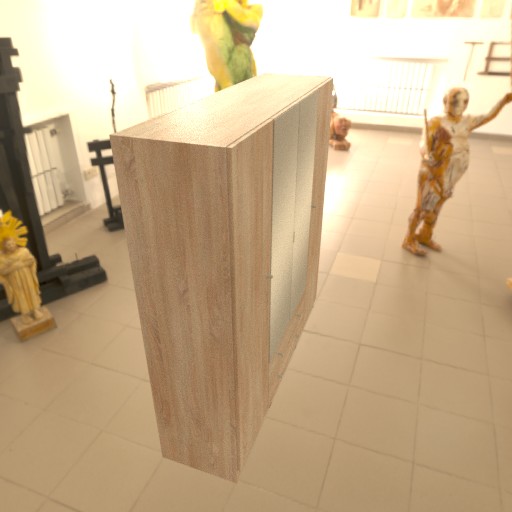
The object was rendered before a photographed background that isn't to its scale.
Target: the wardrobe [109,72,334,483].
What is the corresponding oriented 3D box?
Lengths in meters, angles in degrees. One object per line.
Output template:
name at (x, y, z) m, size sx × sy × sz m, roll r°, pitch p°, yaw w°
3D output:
wardrobe at (0.000, 0.000, 3.154) m, size 0.598 × 2.159 × 1.998 m, roll 11°, pitch 32°, yaw 18°
